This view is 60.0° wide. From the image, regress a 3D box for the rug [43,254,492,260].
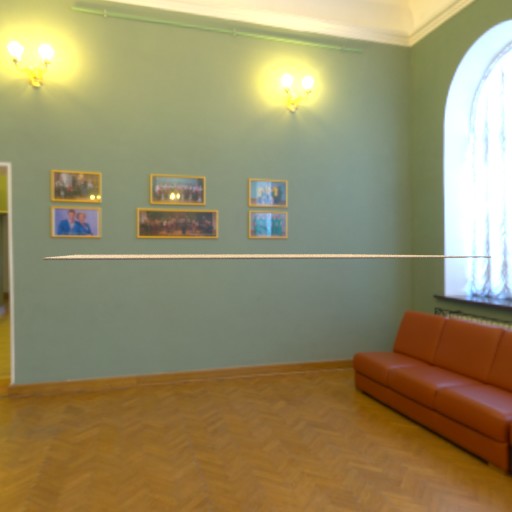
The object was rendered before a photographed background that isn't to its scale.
[{"bbox_3d":[0.000,0.000,2.296,1.839,0.009,1.236,0,1,-18],"label":"rug"}]
